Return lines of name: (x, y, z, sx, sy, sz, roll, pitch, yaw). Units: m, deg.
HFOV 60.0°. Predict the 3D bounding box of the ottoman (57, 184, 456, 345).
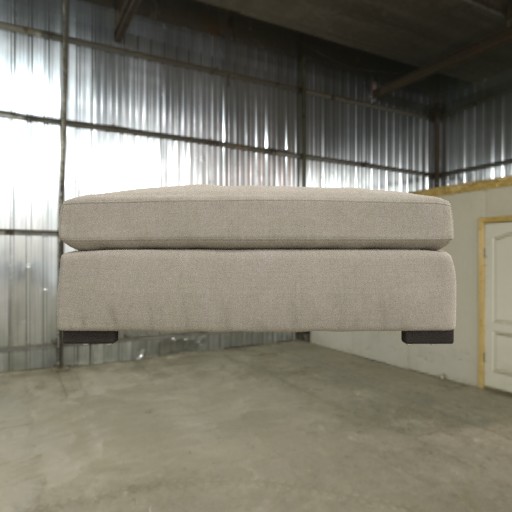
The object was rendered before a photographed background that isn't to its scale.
ottoman: (0.000, 0.000, 1.847, 1.203, 0.517, 1.171, 0, 0, 0)
